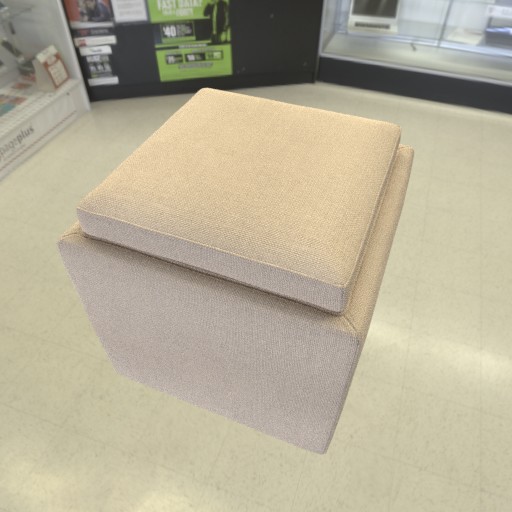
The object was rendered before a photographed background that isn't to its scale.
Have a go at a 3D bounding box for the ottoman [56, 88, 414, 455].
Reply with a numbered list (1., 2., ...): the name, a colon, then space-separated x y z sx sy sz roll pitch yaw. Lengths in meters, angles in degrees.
1. ottoman: 0.000 0.000 0.815 0.450 0.460 0.451 16 48 15
